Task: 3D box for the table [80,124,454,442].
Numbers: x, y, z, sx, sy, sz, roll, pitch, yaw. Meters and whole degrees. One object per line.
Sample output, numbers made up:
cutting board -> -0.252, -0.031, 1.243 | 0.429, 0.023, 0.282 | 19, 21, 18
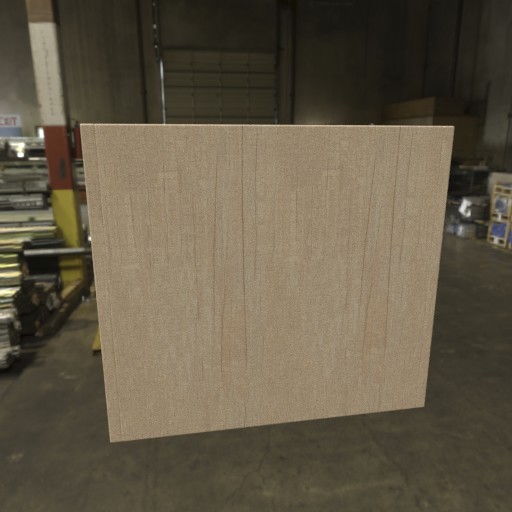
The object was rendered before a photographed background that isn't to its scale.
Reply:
table -> 0.000, 0.000, 0.923 | 0.570, 0.510, 0.420 | -3, 15, -10
